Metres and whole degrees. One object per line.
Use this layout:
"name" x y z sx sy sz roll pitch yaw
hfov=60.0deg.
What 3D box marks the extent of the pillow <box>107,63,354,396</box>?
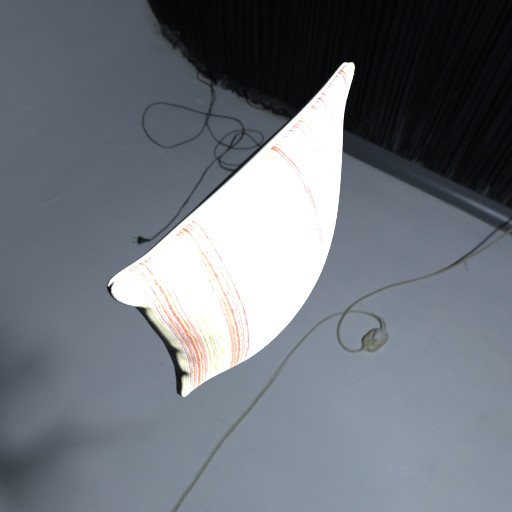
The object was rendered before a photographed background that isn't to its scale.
"pillow" 0.000 0.000 0.704 0.191 0.449 0.451 33 64 19
